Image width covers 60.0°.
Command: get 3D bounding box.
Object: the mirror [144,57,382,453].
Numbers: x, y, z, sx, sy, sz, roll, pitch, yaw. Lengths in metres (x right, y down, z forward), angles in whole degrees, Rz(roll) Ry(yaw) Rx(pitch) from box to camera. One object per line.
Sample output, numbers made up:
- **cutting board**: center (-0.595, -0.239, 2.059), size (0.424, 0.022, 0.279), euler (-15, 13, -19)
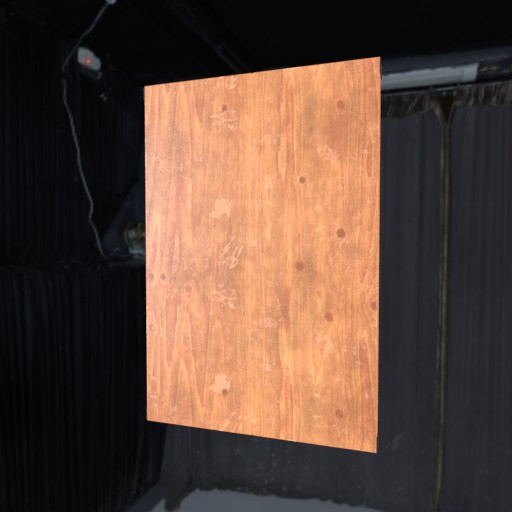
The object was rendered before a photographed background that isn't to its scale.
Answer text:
- **mirror**: center (0.000, 0.000, 0.955), size (0.517, 0.761, 0.053), euler (1, 2, 18)
